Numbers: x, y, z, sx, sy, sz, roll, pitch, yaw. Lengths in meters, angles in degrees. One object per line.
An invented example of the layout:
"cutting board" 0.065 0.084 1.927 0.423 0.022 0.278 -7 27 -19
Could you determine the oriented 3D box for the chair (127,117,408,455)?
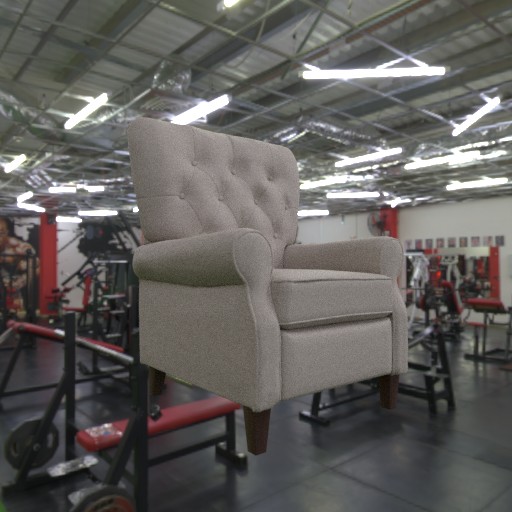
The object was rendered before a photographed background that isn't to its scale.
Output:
"chair" 0.000 0.000 1.912 0.942 1.209 1.025 1 -1 -38
